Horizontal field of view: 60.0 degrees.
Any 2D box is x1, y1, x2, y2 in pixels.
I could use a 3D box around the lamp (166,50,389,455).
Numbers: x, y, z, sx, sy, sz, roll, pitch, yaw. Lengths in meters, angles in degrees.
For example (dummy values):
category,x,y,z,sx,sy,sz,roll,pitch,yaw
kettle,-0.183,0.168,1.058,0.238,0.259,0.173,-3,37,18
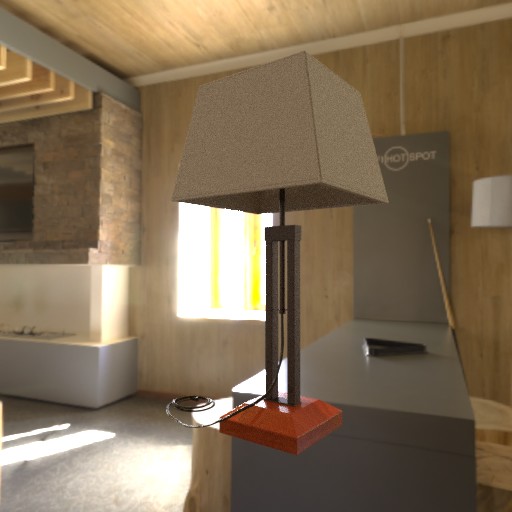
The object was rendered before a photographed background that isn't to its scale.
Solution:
category,x,y,z,sx,sy,sz,roll,pitch,yaw
lamp,0.000,0.000,0.991,0.498,0.737,0.310,-1,-2,37
